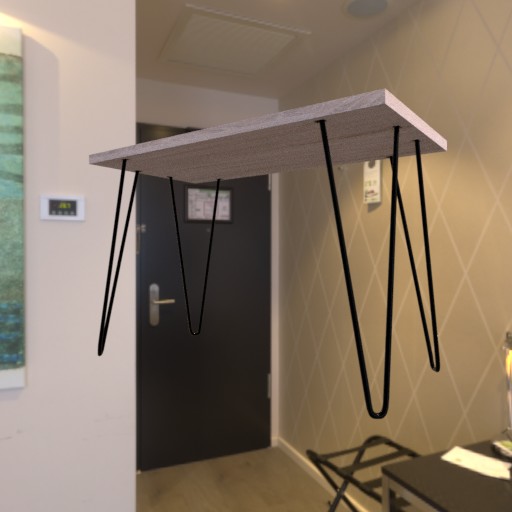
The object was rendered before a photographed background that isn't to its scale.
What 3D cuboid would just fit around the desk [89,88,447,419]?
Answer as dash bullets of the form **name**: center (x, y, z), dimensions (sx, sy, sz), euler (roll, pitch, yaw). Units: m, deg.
- **desk**: center (0.000, 0.000, 1.362), dimensions (0.991, 0.660, 0.499), euler (0, 0, 36)
